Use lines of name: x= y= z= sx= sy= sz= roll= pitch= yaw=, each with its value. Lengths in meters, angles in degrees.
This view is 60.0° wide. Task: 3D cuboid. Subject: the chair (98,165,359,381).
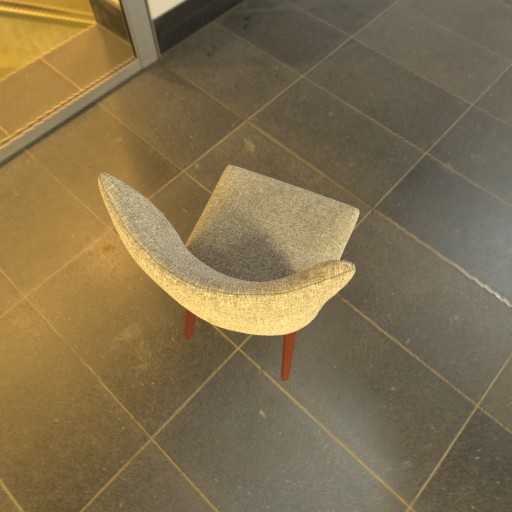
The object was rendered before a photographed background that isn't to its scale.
chair: x=0.000 y=0.000 z=1.311 sx=0.535 sy=0.924 sz=0.623 roll=21 pitch=64 yaw=11
